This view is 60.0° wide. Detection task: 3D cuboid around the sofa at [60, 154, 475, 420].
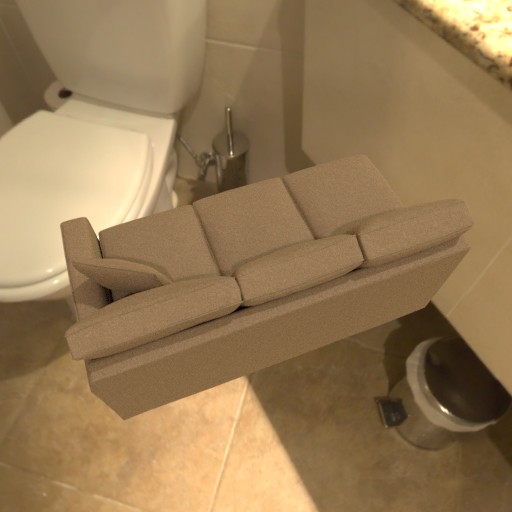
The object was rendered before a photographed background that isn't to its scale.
[{"bbox_3d":[0.000,0.000,2.531,1.963,0.946,1.034,-18,60,-11],"label":"sofa"}]
